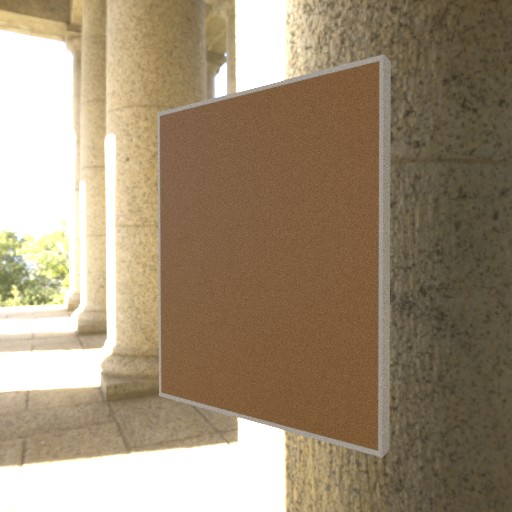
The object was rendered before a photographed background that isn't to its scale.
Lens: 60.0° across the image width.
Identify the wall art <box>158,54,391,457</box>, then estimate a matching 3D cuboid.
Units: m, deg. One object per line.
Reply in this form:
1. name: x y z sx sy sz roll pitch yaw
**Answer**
1. wall art: 0.000 0.000 0.742 0.443 0.549 0.030 1 1 35
